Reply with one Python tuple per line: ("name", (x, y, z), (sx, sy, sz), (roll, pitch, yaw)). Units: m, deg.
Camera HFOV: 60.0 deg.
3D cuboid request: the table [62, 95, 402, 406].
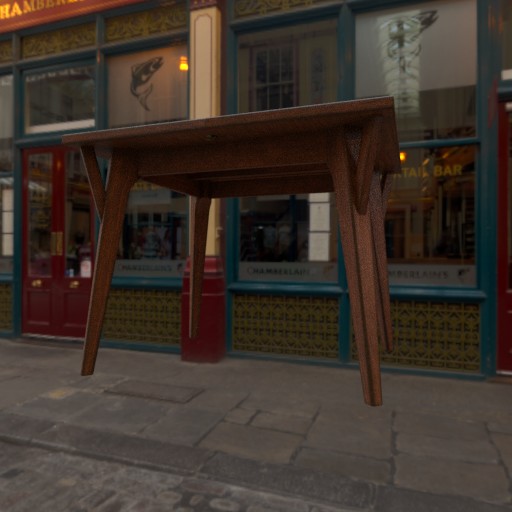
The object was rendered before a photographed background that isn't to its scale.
("table", (0.000, 0.000, 1.610), (0.991, 0.761, 0.838), (0, -1, 19))
